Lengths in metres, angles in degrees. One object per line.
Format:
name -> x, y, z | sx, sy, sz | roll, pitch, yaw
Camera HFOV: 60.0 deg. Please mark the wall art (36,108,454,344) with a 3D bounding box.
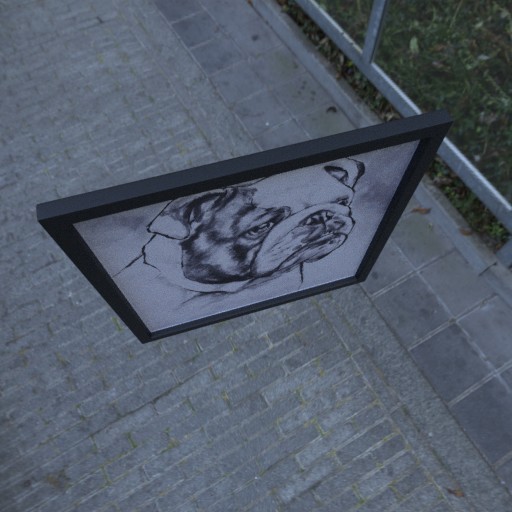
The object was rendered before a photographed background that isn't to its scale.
wall art -> 0.000, 0.000, 0.672 | 0.456, 0.453, 0.022 | -15, 64, -7
